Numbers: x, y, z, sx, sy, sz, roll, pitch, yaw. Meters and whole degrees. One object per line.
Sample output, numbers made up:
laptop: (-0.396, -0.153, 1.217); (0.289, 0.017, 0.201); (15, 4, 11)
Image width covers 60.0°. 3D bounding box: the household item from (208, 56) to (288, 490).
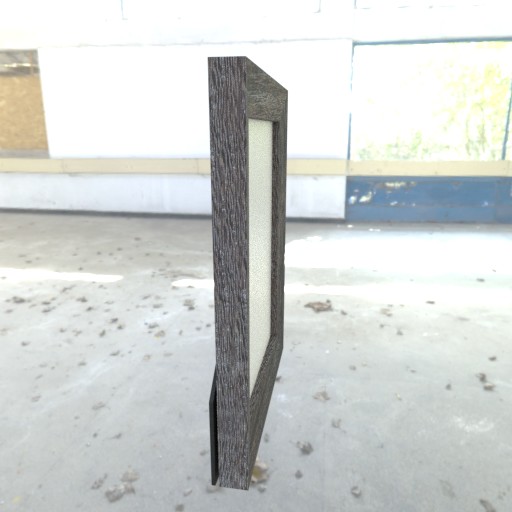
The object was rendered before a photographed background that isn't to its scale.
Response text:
household item: (0.000, 0.000, 0.281); (0.020, 0.210, 0.160); (3, 16, 10)
